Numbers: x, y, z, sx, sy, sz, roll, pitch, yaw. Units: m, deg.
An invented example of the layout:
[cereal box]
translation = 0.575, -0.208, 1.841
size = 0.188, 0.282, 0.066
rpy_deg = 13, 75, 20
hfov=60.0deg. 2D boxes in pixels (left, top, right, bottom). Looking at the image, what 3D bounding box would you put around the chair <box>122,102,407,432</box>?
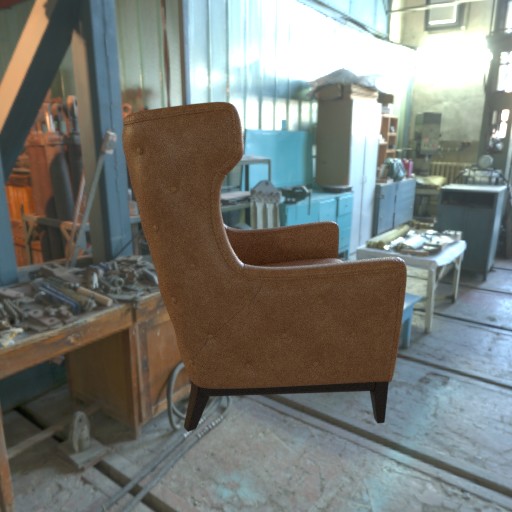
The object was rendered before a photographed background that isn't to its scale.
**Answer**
[chair]
translation = 0.000, 0.000, 1.713
size = 0.899, 1.079, 0.766
rpy_deg = -2, 15, -8
